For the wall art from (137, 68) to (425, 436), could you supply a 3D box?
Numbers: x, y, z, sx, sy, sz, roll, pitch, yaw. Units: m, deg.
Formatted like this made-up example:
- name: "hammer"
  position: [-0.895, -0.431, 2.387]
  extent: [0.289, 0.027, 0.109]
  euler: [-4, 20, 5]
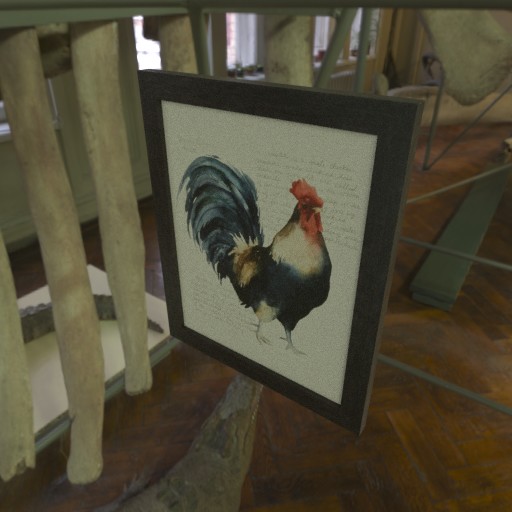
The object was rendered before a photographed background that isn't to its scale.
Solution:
- name: "wall art"
  position: [0.000, 0.000, 0.787]
  extent: [0.479, 0.580, 0.027]
  euler: [20, 36, 30]
